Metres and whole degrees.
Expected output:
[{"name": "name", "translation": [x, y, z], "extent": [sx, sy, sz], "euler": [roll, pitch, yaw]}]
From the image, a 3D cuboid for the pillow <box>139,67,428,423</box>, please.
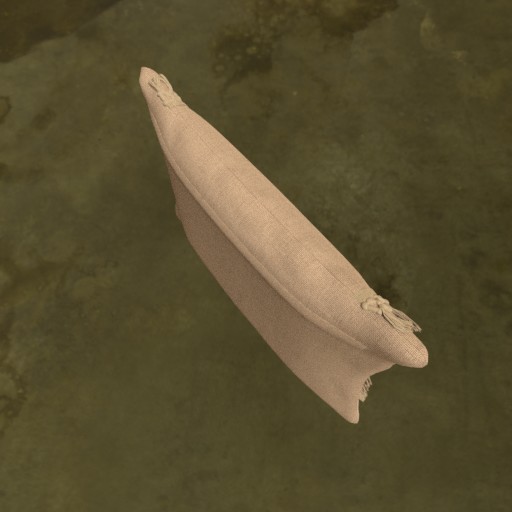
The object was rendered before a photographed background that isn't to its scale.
[{"name": "pillow", "translation": [0.000, 0.000, 0.581], "extent": [0.084, 0.305, 0.466], "euler": [-33, 65, -18]}]
